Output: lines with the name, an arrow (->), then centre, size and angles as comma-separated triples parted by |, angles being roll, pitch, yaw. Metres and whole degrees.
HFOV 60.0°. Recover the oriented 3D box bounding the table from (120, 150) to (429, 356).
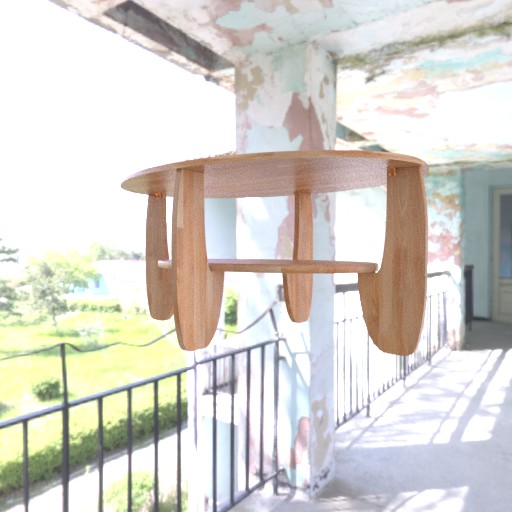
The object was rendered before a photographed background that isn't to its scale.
table -> 0.000, 0.000, 1.392 | 1.040, 0.490, 0.690 | 1, 1, 37
